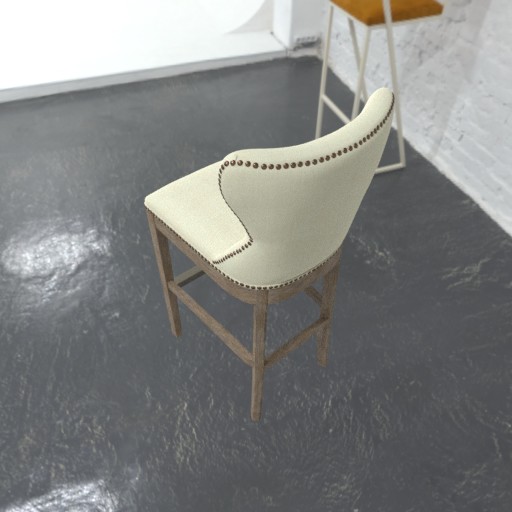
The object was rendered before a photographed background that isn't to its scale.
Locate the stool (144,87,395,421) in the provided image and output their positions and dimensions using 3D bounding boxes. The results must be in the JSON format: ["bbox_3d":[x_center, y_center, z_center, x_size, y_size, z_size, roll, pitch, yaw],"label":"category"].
[{"bbox_3d":[0.000,0.000,1.421,0.494,1.123,0.606,-30,52,-27],"label":"stool"}]
